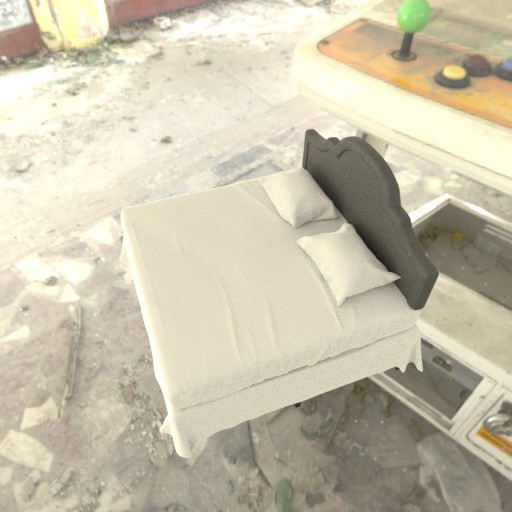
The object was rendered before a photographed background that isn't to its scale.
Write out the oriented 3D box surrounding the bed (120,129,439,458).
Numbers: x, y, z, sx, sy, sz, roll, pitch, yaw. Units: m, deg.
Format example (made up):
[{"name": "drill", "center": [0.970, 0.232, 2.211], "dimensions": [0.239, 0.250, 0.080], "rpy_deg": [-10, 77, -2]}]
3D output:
[{"name": "bed", "center": [0.000, 0.000, 3.701], "dimensions": [2.222, 1.631, 2.303], "rpy_deg": [-15, 49, -14]}]
